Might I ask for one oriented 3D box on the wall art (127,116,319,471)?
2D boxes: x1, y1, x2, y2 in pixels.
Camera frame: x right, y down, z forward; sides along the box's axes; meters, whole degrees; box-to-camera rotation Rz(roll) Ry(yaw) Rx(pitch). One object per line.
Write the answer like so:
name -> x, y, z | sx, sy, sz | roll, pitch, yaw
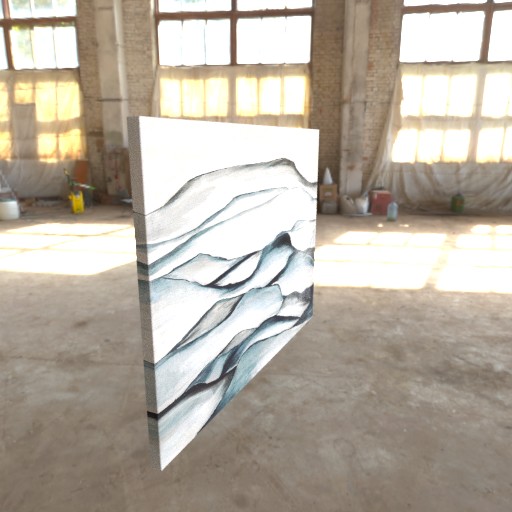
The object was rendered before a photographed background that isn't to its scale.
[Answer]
wall art -> 0.000, 0.000, 1.615 | 0.039, 0.915, 1.219 | 7, 16, 26
